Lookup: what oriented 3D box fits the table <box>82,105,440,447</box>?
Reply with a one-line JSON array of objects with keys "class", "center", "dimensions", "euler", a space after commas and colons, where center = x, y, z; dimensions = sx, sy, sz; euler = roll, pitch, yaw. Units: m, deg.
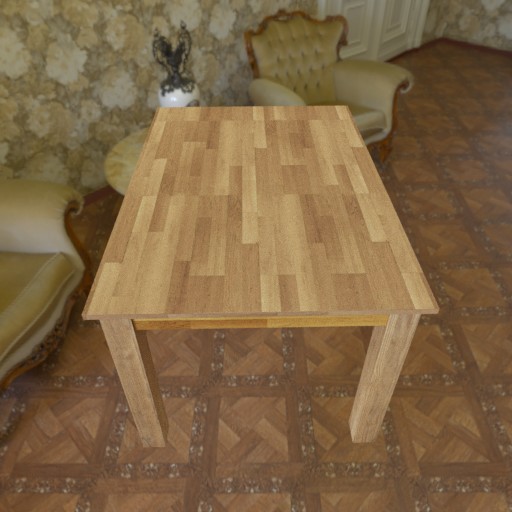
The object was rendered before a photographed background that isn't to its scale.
[{"class": "table", "center": [0.000, 0.000, 1.851], "dimensions": [0.900, 0.750, 1.300], "euler": [-1, 41, -1]}]
